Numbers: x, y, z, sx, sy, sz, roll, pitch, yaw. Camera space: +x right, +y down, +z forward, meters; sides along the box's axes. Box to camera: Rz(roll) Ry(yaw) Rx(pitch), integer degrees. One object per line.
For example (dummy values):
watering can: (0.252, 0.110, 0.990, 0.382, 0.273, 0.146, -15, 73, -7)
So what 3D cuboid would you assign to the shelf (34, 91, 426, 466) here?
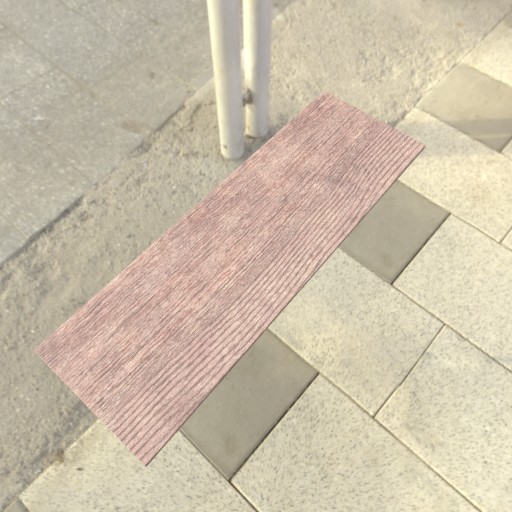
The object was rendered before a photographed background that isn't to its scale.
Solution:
shelf: (0.000, 0.000, 0.681, 0.200, 0.125, 0.610, 36, 66, 19)
